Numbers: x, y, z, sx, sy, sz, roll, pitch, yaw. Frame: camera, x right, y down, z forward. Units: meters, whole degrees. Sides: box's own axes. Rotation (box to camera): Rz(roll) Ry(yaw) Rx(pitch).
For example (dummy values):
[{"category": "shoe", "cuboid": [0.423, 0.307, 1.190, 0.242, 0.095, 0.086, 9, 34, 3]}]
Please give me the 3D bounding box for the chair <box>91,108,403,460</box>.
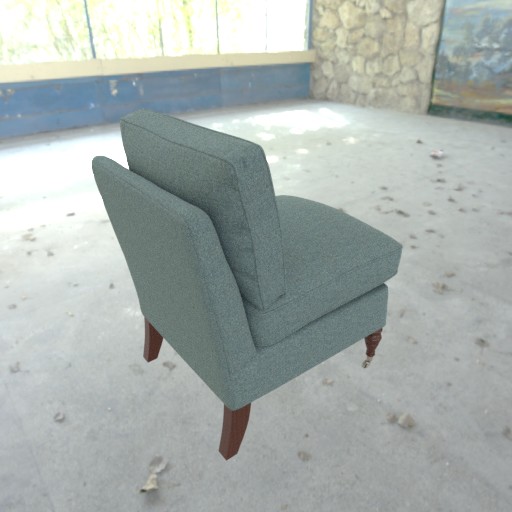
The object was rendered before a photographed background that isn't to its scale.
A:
[{"category": "chair", "cuboid": [0.000, 0.000, 1.454, 0.796, 0.901, 0.624, -19, 33, -32]}]
